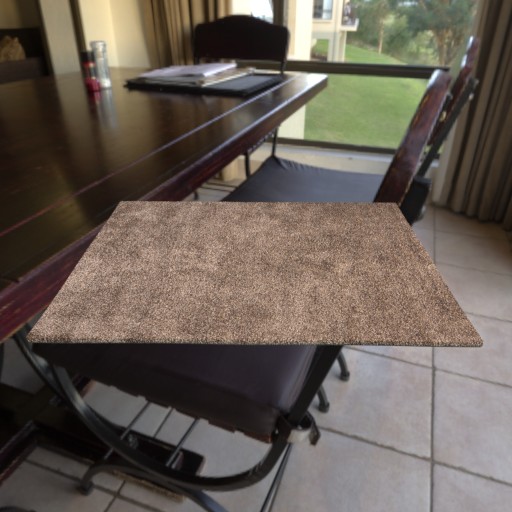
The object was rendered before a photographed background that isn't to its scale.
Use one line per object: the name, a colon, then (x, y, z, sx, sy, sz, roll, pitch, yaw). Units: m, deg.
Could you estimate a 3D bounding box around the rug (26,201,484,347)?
rug: (0.000, 0.000, 2.065, 1.601, 0.025, 1.198, 0, 31, 1)
